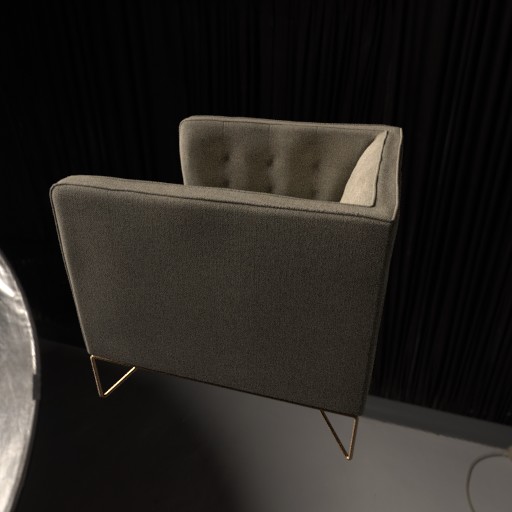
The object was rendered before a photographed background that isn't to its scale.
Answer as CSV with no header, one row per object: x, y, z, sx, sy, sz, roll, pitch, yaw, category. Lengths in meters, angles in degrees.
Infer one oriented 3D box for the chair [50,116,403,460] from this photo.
0.000,0.000,1.613,0.912,0.799,0.920,8,30,15,chair
